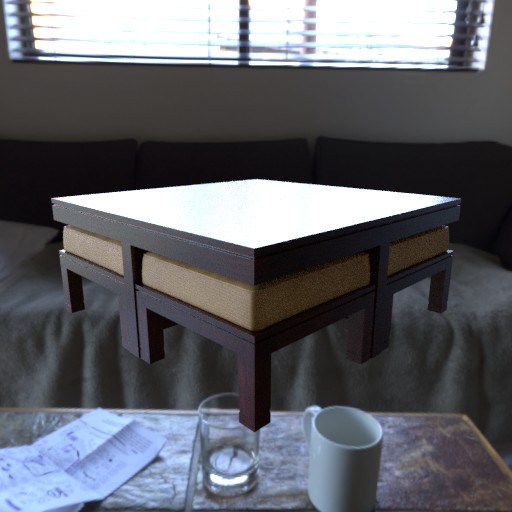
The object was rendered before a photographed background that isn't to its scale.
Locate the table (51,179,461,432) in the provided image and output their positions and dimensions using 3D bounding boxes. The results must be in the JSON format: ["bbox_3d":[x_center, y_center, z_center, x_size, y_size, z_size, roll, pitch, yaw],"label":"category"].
[{"bbox_3d":[0.000,0.000,1.368,0.865,0.356,0.865,-14,21,-43],"label":"table"}]
